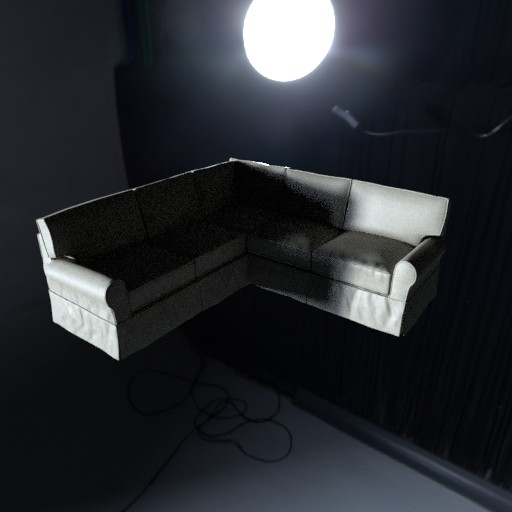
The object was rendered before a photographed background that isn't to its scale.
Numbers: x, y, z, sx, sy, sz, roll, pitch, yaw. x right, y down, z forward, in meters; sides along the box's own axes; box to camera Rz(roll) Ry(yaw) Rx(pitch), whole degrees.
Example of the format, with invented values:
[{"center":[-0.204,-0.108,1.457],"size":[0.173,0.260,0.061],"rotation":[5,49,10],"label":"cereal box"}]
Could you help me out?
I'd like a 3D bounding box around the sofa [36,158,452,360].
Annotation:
[{"center":[0.000,0.000,3.960],"size":[2.623,1.081,2.618],"rotation":[17,30,33],"label":"sofa"}]
